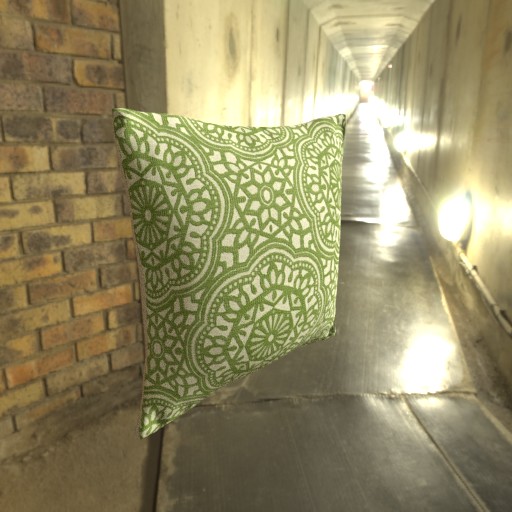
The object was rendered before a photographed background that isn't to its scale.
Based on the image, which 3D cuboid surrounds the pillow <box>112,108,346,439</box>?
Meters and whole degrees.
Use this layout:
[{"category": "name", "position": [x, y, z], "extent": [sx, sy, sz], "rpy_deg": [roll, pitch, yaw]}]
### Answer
[{"category": "pillow", "position": [0.000, 0.000, 0.674], "extent": [0.162, 0.419, 0.440], "rpy_deg": [16, 23, 43]}]
